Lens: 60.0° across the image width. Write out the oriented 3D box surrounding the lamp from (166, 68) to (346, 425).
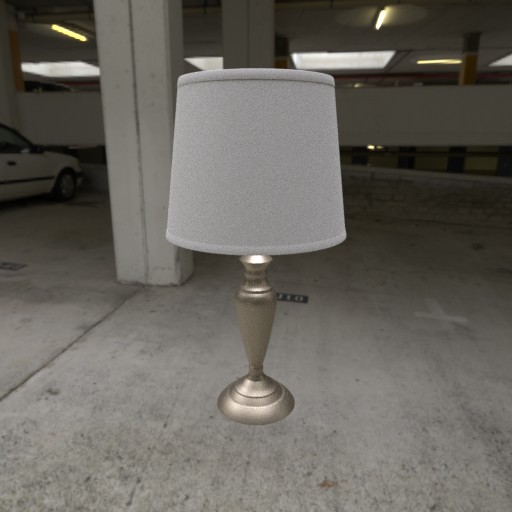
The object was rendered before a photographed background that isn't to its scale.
[{"bbox_3d":[0.000,0.000,0.833,0.328,0.619,0.328,0,15,0],"label":"lamp"}]
